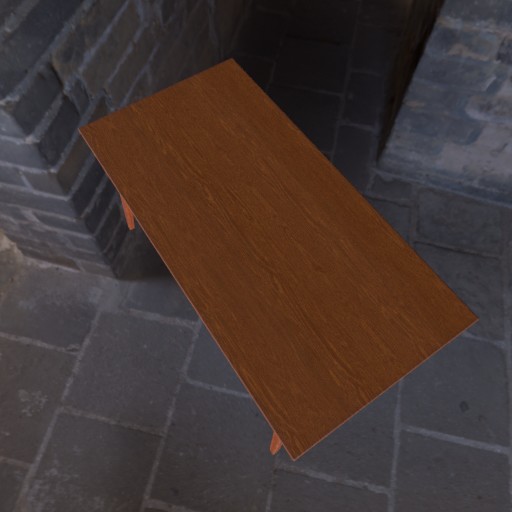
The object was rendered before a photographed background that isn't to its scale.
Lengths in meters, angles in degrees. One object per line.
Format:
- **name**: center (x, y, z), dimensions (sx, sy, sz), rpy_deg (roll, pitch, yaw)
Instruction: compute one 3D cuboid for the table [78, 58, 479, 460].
- **table**: center (0.000, 0.000, 2.092), dimensions (0.811, 0.755, 1.609), rpy_deg (-31, 67, -15)
